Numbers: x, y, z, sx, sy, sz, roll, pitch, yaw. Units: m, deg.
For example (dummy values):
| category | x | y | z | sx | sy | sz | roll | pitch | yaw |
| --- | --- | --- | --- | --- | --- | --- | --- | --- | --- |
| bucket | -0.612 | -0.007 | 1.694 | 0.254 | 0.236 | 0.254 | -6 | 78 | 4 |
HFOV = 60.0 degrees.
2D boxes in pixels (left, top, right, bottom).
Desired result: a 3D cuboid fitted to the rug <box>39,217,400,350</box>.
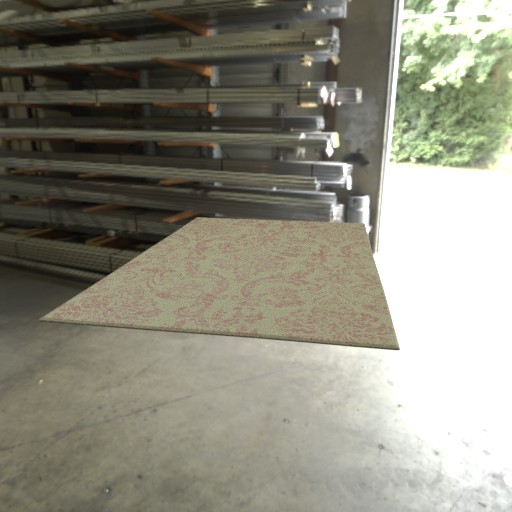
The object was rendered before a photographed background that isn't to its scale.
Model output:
| category | x | y | z | sx | sy | sz | roll | pitch | yaw |
| --- | --- | --- | --- | --- | --- | --- | --- | --- | --- |
| rug | 0.000 | 0.000 | 2.317 | 1.219 | 0.012 | 1.839 | 3 | 17 | 10 |
